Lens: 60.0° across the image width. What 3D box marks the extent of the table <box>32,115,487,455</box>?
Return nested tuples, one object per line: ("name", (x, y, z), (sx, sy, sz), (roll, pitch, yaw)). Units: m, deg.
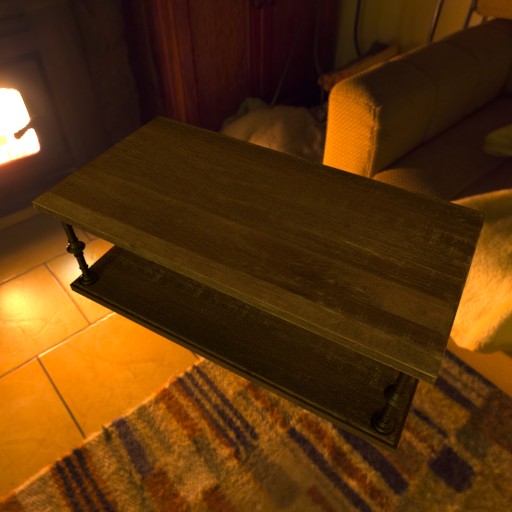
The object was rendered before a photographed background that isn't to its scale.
("table", (0.000, 0.000, 1.321), (1.088, 0.373, 0.554), (22, 49, 20))
